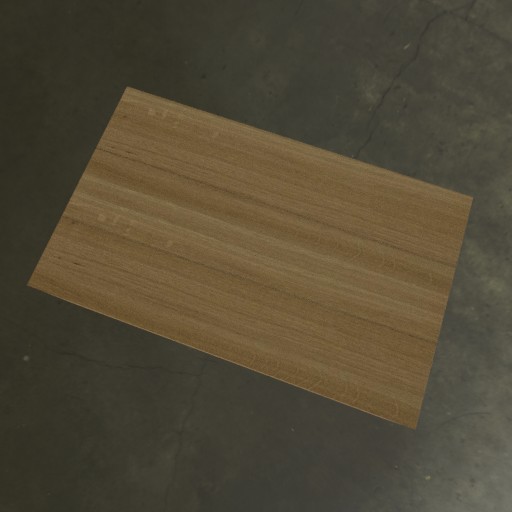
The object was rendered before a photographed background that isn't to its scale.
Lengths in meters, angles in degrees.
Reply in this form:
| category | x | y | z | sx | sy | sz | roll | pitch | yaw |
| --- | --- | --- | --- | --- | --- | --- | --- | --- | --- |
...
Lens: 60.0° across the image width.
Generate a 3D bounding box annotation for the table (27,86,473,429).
| category | x | y | z | sx | sy | sz | roll | pitch | yaw |
| --- | --- | --- | --- | --- | --- | --- | --- | --- | --- |
| table | 0.000 | 0.000 | 1.433 | 1.110 | 0.353 | 0.678 | 19 | 76 | 5 |
